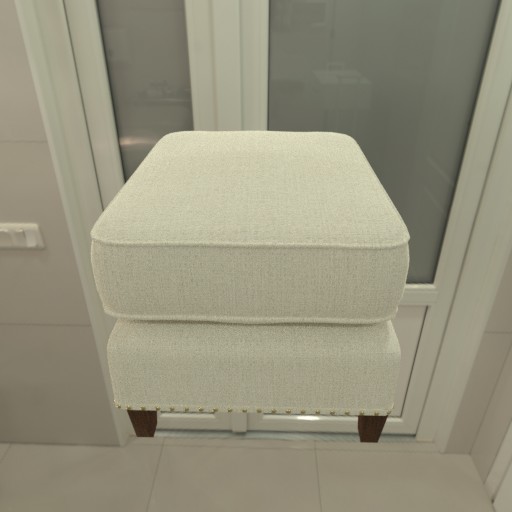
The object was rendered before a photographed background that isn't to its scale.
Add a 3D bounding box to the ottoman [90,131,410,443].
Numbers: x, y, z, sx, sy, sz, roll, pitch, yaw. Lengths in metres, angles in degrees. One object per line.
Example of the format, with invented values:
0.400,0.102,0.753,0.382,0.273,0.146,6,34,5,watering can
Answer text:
0.000,0.000,1.140,0.589,0.537,0.738,1,30,1,ottoman
